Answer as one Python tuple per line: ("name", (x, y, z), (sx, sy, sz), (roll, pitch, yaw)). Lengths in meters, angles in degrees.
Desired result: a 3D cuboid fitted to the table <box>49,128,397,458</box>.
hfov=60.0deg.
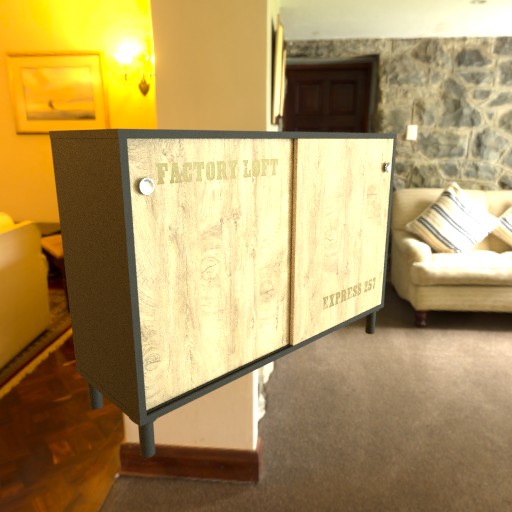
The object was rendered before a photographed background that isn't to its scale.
("table", (0.000, 0.000, 1.593), (1.200, 0.855, 0.400), (-14, 20, -43))
